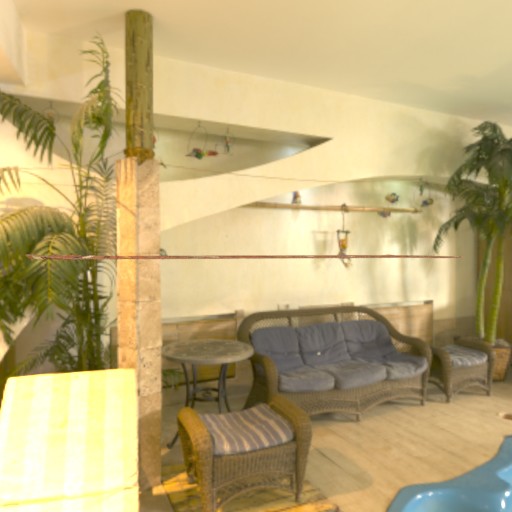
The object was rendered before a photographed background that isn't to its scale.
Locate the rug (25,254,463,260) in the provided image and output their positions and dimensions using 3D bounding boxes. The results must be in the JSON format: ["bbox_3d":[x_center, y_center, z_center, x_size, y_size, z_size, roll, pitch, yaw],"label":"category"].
[{"bbox_3d":[0.000,0.000,2.743,2.444,0.030,0.799,0,1,-18],"label":"rug"}]
